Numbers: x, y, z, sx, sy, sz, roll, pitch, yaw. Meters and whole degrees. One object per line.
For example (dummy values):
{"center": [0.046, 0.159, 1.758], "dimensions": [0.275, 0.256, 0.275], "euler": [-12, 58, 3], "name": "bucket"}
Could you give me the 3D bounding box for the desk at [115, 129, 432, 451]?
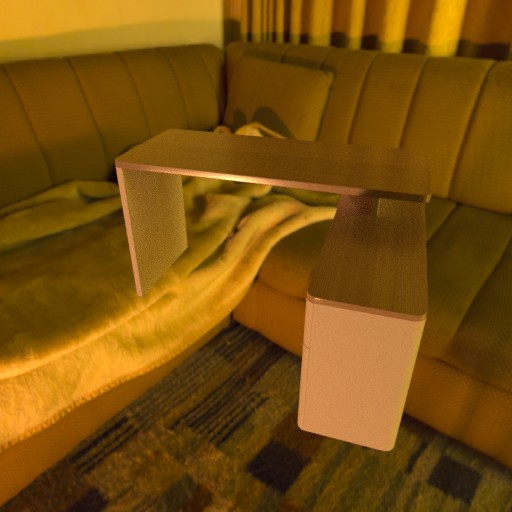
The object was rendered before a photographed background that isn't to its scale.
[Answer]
{"center": [0.000, 0.000, 2.056], "dimensions": [1.400, 0.770, 1.175], "euler": [9, 32, 15], "name": "desk"}
